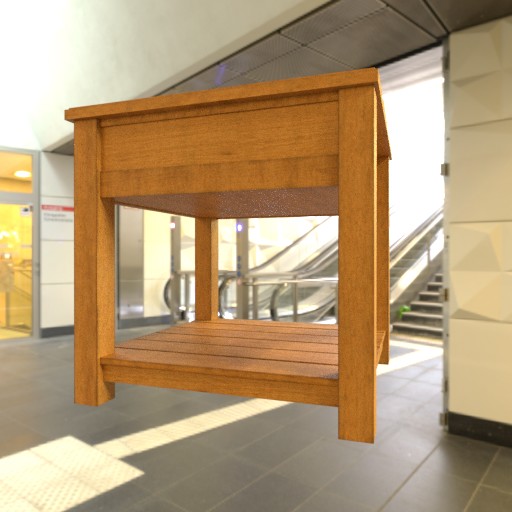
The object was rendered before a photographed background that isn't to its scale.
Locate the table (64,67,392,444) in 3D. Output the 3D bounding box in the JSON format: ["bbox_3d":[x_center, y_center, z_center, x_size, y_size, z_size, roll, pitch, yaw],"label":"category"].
[{"bbox_3d":[0.000,0.000,1.078,0.612,0.593,0.616,0,0,19],"label":"table"}]
